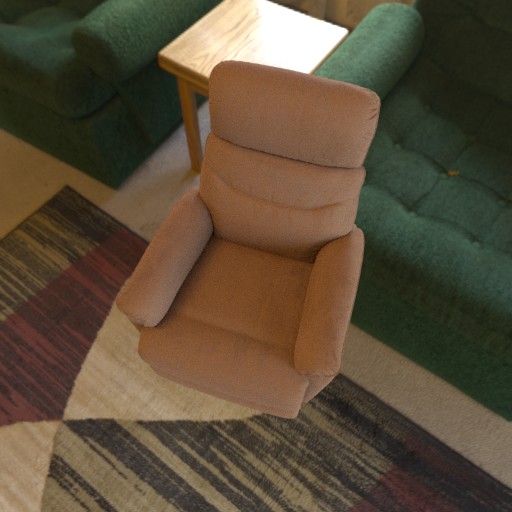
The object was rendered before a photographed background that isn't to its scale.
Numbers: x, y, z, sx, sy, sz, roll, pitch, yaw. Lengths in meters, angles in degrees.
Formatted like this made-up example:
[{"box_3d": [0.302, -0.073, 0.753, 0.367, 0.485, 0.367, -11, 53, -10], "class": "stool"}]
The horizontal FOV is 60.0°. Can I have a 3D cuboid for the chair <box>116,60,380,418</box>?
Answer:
[{"box_3d": [0.000, 0.000, 1.745, 0.820, 1.037, 1.004, 16, 61, 9], "class": "chair"}]
